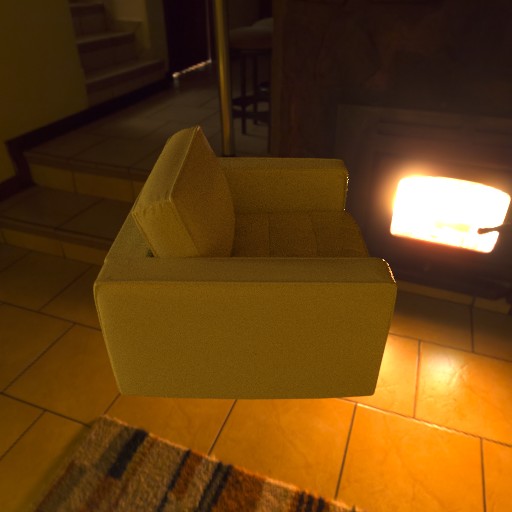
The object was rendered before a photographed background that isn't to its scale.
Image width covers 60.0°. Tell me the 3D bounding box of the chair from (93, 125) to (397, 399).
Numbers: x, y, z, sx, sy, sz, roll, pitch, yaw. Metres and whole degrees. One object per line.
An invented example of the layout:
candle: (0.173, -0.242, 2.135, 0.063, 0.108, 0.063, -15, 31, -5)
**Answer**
chair: (0.000, 0.000, 1.596, 0.843, 0.773, 0.928, 0, 33, 0)
